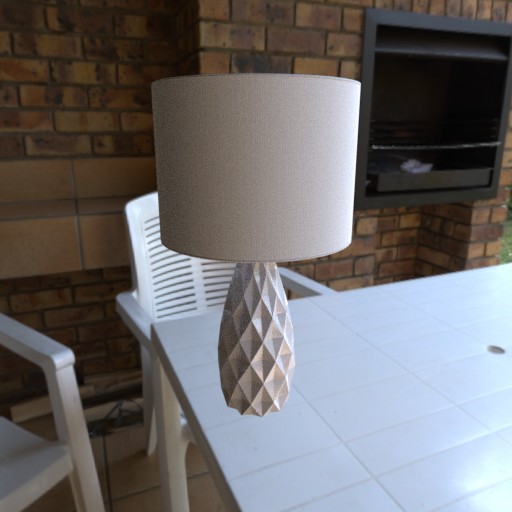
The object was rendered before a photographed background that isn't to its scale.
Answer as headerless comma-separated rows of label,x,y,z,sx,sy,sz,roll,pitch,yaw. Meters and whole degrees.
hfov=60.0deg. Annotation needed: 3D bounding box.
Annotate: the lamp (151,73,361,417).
lamp,0.000,0.000,0.713,0.297,0.522,0.297,0,16,0
